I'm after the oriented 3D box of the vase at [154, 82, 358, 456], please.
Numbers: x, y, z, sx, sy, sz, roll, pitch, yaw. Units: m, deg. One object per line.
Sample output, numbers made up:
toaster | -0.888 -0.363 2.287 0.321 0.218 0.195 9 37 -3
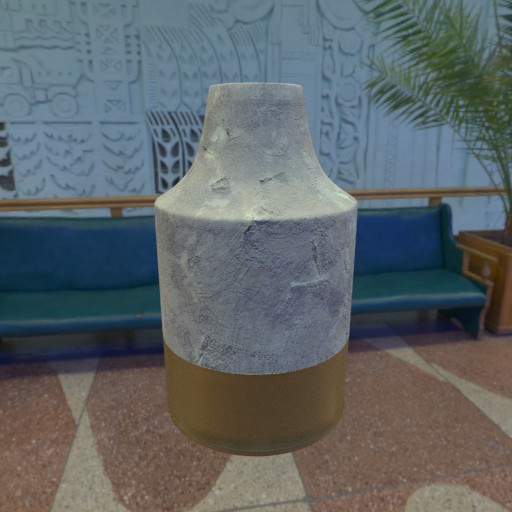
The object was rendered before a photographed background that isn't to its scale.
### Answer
vase | 0.000 0.000 0.425 0.184 0.305 0.184 0 17 0
